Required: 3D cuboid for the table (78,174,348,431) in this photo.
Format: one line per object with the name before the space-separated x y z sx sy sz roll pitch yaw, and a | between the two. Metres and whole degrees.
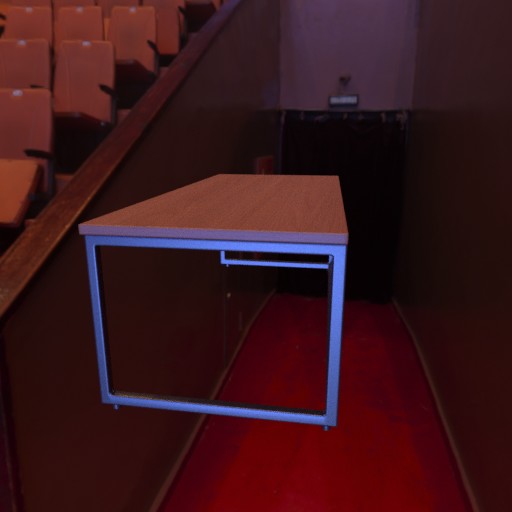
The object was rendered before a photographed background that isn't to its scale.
table | 0.000 0.000 1.371 0.500 0.400 1.100 2 16 9
